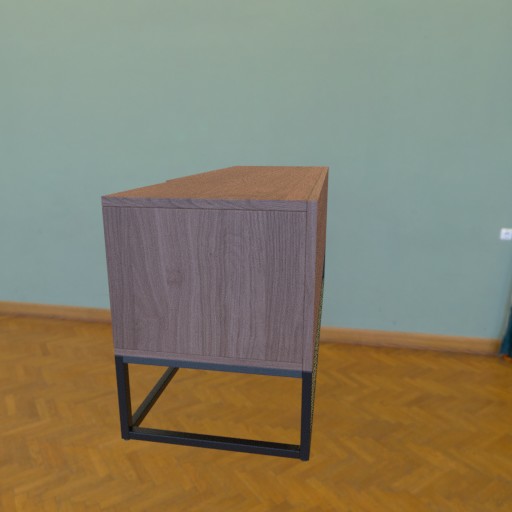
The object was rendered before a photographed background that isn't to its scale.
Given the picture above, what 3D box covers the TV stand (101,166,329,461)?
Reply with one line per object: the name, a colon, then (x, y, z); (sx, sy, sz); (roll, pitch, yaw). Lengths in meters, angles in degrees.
TV stand: (0.000, 0.000, 1.391); (0.415, 0.500, 1.200); (2, 14, 10)
